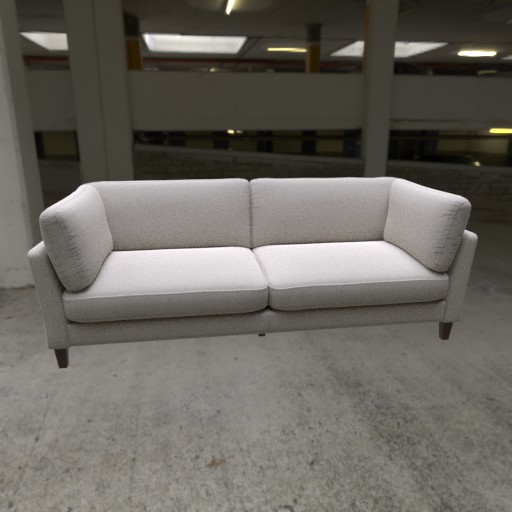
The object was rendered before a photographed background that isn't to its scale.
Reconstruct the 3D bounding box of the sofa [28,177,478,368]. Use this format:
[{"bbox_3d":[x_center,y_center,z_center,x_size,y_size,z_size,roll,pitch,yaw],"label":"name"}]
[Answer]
[{"bbox_3d":[0.000,0.000,2.704,2.301,0.863,0.957,-2,17,-8],"label":"sofa"}]
